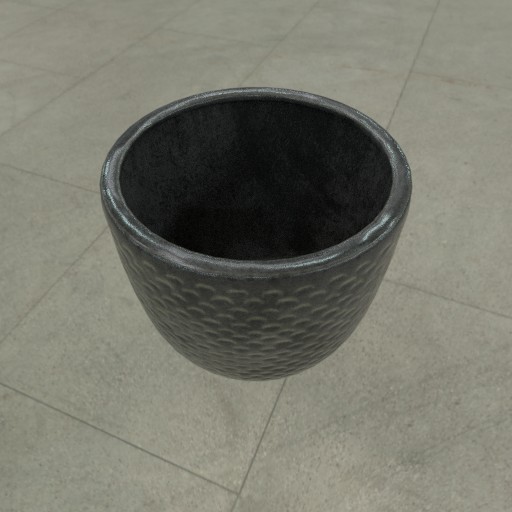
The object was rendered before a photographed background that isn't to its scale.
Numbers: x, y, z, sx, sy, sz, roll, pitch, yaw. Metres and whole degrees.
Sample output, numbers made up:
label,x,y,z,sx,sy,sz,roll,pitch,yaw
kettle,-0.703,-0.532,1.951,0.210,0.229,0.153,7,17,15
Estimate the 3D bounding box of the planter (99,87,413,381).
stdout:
label,x,y,z,sx,sy,sz,roll,pitch,yaw
planter,0.000,0.000,0.305,0.172,0.160,0.172,0,48,0
